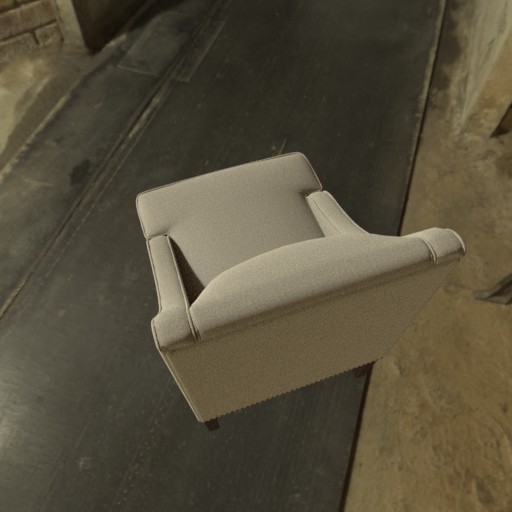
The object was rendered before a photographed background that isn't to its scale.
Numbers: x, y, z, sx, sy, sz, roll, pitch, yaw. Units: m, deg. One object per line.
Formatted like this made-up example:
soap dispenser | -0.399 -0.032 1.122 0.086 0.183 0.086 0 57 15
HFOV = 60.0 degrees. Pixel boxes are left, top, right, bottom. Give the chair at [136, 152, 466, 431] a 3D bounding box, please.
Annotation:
chair | 0.000 0.000 1.323 0.610 0.864 0.737 -17 61 -10
